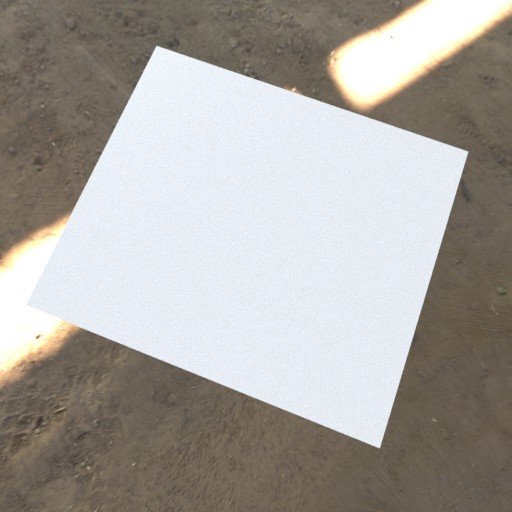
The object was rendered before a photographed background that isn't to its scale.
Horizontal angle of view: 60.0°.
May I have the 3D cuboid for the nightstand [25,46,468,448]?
[{"bbox_3d":[0.000,0.000,0.756,0.470,0.351,0.408,21,77,5],"label":"nightstand"}]
